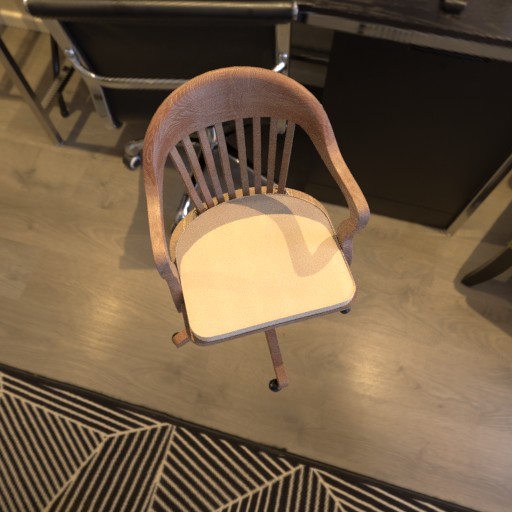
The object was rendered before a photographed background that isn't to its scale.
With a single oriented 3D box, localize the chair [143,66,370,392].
[{"bbox_3d":[0.000,0.000,1.488,0.750,0.878,0.788,-14,66,-6],"label":"chair"}]
